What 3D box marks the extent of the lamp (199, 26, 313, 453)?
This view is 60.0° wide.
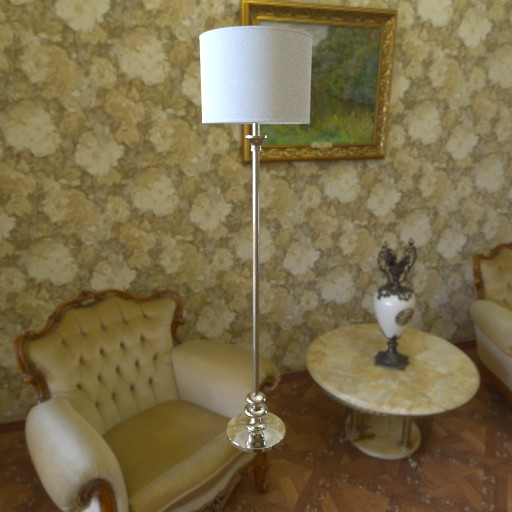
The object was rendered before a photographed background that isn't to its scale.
[{"bbox_3d":[0.000,0.000,1.601,0.356,1.487,0.356,8,18,26],"label":"lamp"}]
